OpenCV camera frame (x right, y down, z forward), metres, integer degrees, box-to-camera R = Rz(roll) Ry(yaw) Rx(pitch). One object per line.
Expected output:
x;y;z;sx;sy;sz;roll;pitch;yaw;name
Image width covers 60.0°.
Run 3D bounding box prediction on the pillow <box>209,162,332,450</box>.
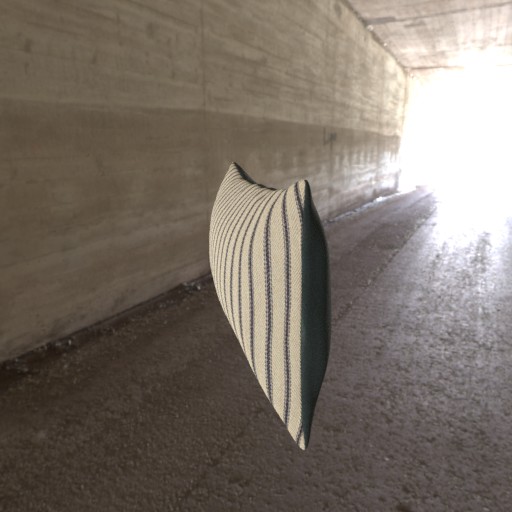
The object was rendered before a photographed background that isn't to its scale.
0.000;0.000;0.746;0.151;0.305;0.609;-2;15;-9;pillow
